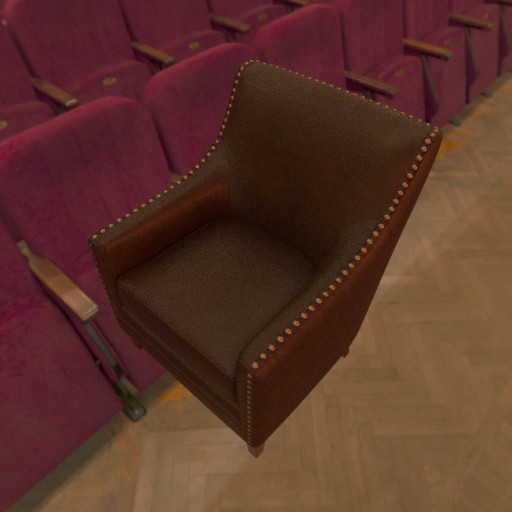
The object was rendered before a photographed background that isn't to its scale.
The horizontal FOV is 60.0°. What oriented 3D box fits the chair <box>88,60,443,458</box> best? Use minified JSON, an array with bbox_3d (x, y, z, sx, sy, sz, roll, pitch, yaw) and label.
[{"bbox_3d":[0.000,0.000,1.307,0.639,0.813,0.704,33,54,28],"label":"chair"}]
